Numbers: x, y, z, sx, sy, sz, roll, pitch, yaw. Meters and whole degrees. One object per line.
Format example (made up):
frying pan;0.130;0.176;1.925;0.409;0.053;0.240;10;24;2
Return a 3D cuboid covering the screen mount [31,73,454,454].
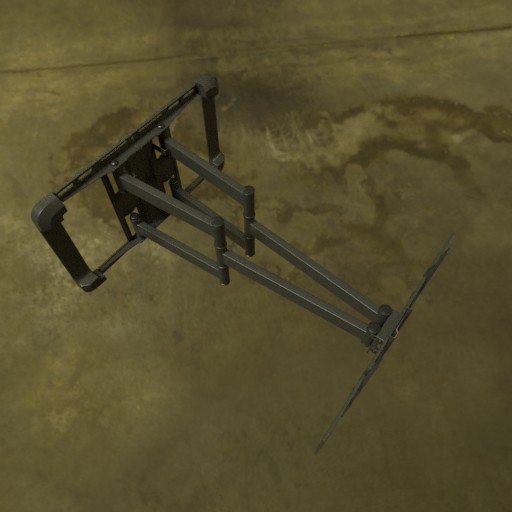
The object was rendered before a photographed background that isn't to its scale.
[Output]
screen mount;0.000;0.000;1.327;0.905;0.483;0.725;32;63;19
